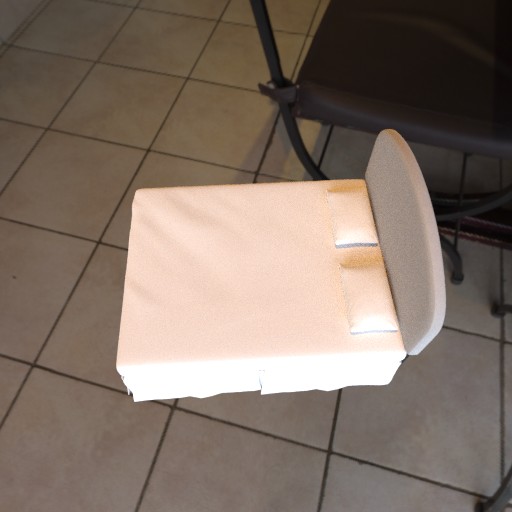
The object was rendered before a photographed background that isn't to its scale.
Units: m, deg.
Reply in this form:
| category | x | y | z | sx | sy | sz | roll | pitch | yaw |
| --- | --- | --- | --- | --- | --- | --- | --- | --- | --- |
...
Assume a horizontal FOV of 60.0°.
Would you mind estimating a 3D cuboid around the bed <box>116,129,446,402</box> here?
| category | x | y | z | sx | sy | sz | roll | pitch | yaw |
| --- | --- | --- | --- | --- | --- | --- | --- | --- | --- |
| bed | 0.000 | 0.000 | 3.154 | 2.005 | 1.410 | 1.607 | -3 | 59 | -2 |
